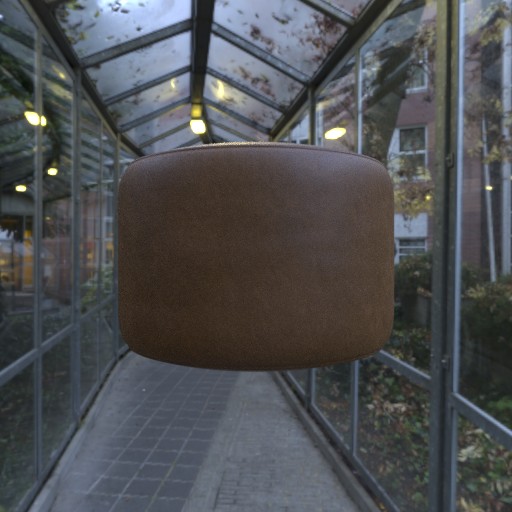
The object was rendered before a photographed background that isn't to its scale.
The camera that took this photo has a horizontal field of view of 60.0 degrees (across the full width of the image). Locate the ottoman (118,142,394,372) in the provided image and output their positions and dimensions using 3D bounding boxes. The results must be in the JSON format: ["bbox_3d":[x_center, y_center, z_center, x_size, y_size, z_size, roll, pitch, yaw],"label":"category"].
[{"bbox_3d":[0.000,0.000,1.020,0.607,0.438,0.607,0,0,0],"label":"ottoman"}]
